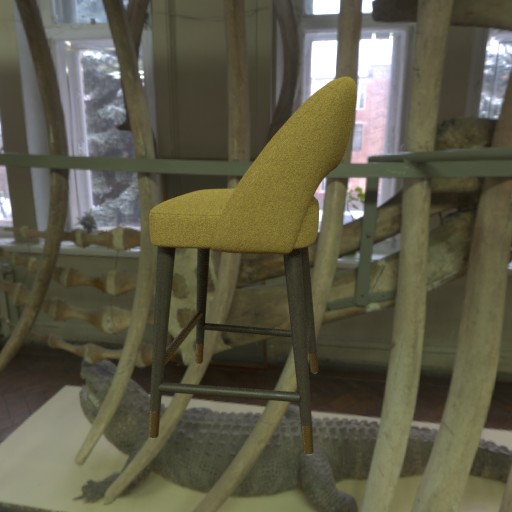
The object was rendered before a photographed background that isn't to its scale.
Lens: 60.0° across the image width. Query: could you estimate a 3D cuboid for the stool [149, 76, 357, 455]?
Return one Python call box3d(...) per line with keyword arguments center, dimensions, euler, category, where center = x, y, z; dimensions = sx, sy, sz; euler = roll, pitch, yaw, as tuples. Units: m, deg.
box3d(center=(0.000, 0.000, 1.275), dimensions=(0.522, 0.939, 0.536), euler=(2, 14, 9), category="stool")
